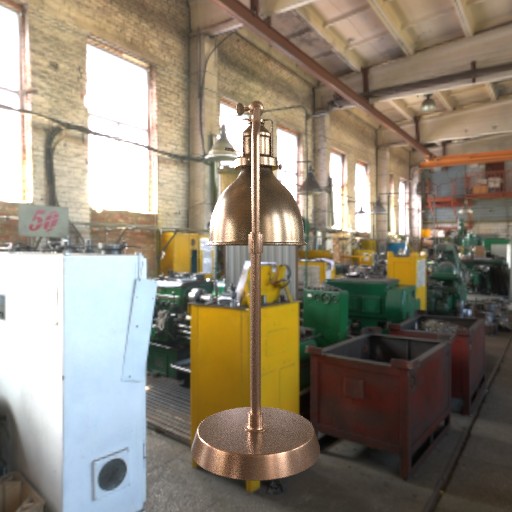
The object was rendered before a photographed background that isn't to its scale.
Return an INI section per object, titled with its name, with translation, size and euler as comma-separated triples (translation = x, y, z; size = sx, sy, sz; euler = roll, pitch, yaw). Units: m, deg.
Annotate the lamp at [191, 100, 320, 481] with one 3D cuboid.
[lamp]
translation = 0.000, 0.000, 0.593
size = 0.153, 0.456, 0.286
euler = 0, 1, 0
